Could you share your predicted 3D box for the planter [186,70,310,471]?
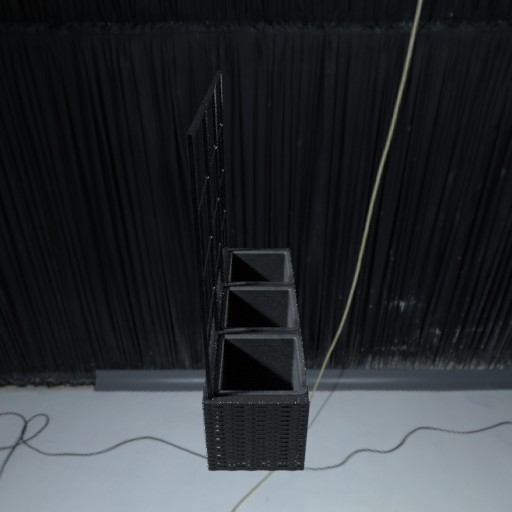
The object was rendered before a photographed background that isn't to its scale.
[{"bbox_3d":[0.000,0.000,1.195,0.244,0.841,0.698,0,31,0],"label":"planter"}]
